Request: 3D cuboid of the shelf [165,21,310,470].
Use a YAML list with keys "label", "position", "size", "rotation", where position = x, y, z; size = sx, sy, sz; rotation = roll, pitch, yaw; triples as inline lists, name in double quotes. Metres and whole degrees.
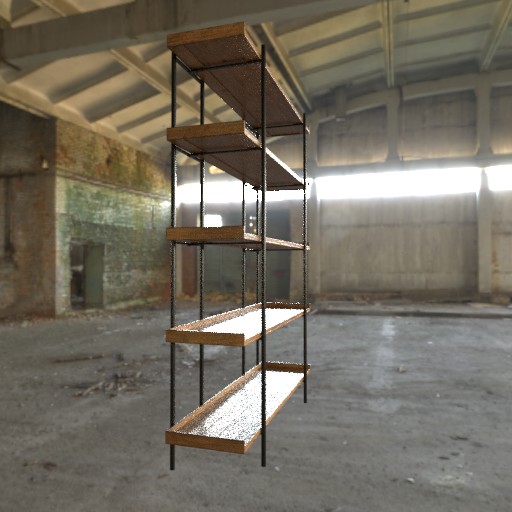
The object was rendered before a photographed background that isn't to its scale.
- label: "shelf"
  position: [0.000, 0.000, 2.414]
  size: [0.379, 1.826, 1.371]
  rotation: [0, -1, 18]
